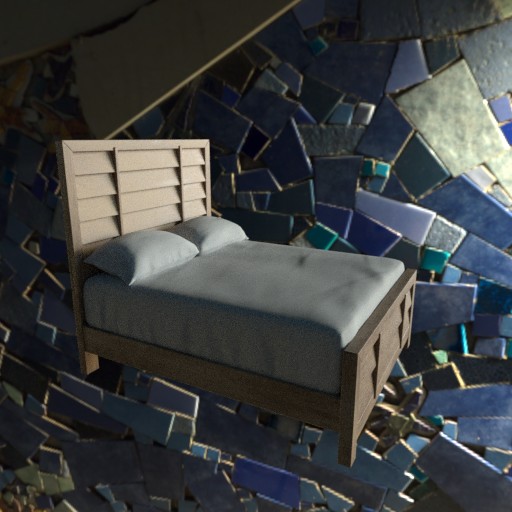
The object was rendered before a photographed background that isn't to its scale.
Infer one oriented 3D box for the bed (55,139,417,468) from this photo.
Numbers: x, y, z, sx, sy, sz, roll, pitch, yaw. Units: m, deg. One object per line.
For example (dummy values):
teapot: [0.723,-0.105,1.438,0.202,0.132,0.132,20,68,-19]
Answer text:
bed: [0.000,0.000,3.222,2.017,1.631,1.615,8,17,28]
